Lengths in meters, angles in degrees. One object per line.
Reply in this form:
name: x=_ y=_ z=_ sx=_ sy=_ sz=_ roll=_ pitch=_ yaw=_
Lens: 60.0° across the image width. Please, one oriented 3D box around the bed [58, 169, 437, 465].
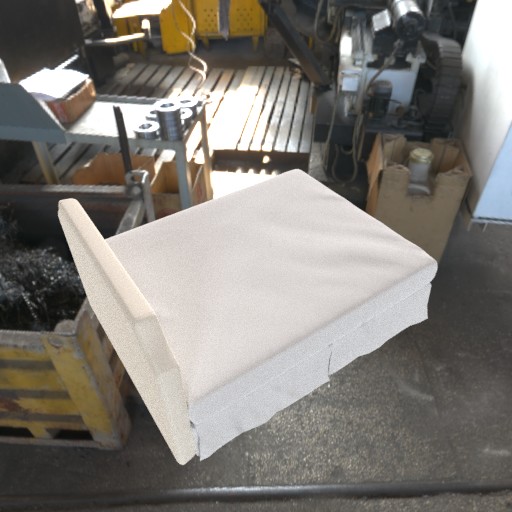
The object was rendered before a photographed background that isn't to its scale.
bed: x=0.000 y=0.000 z=3.671 sx=2.498 sy=1.293 sz=1.977 roll=-25 pitch=47 yaw=-25
